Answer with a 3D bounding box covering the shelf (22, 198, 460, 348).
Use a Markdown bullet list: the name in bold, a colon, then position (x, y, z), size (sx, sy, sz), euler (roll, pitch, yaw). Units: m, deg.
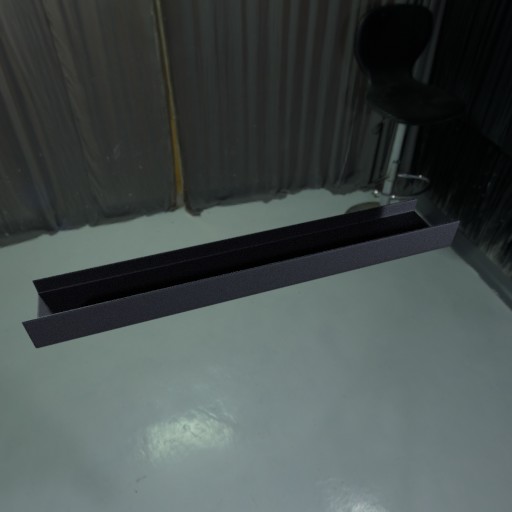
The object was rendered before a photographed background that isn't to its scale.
- **shelf**: position (0.000, 0.000, 0.636), size (0.605, 0.053, 0.102), euler (-13, 43, -14)
